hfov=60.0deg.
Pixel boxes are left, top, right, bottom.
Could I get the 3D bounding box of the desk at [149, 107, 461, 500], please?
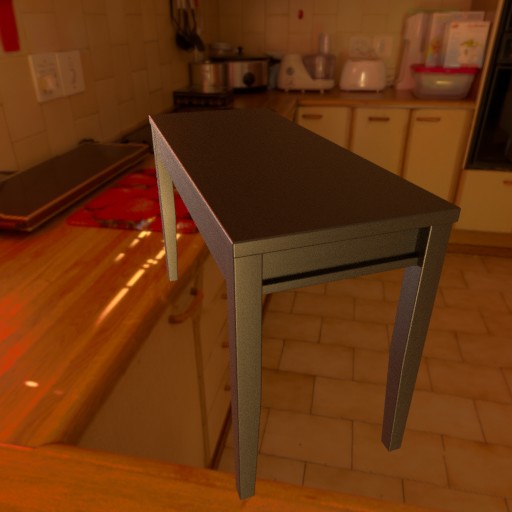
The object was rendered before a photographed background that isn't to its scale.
[{"bbox_3d":[0.000,0.000,1.561,0.508,0.775,1.220,-9,30,-17],"label":"desk"}]
